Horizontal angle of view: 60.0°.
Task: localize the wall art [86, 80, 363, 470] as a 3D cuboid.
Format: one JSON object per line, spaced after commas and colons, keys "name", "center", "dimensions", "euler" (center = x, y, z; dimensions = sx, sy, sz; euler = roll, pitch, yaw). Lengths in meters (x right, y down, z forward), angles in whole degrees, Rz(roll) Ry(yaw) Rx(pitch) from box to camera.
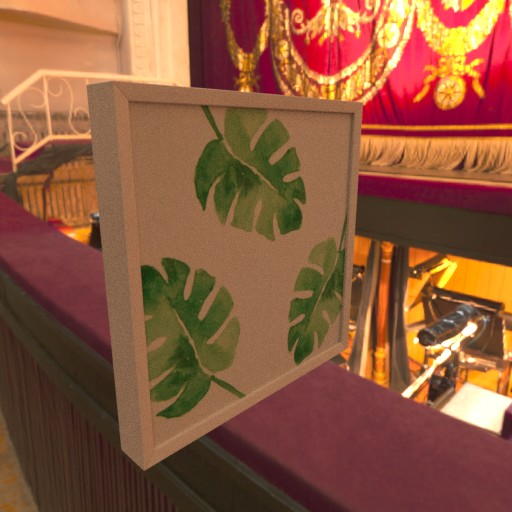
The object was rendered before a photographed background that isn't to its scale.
{"name": "wall art", "center": [0.000, 0.000, 0.446], "dimensions": [0.038, 0.305, 0.305], "euler": [15, 21, 42]}
